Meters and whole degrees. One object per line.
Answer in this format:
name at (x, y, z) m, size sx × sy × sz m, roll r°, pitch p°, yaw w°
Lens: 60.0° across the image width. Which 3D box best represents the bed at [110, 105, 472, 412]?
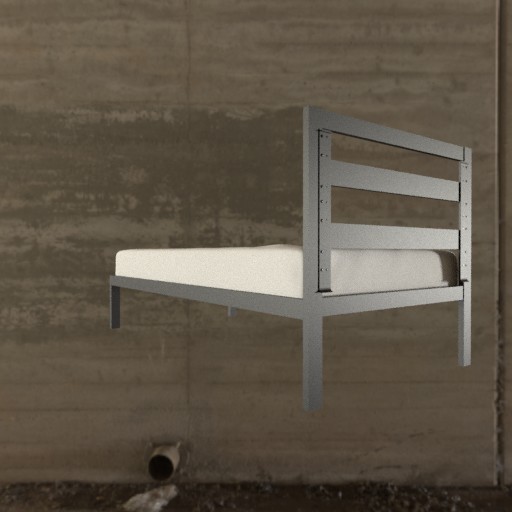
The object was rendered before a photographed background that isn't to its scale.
bed at (0.000, 0.000, 2.459) m, size 0.991 × 0.967 × 1.930 m, roll 0°, pitch 1°, yaw -36°
